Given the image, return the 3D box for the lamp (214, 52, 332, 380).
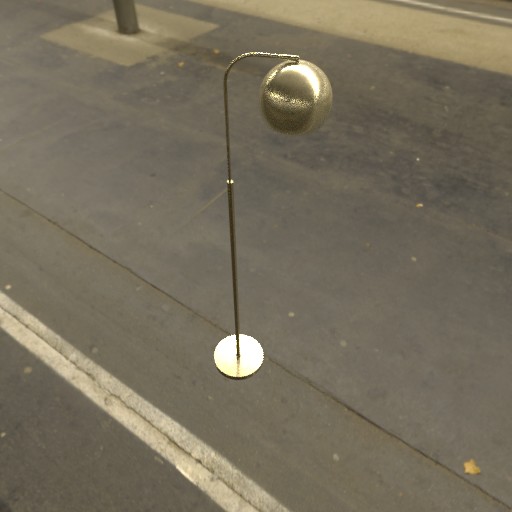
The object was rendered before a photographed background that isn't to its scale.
[{"bbox_3d":[0.000,0.000,1.712,0.431,1.526,0.250,10,46,10],"label":"lamp"}]
